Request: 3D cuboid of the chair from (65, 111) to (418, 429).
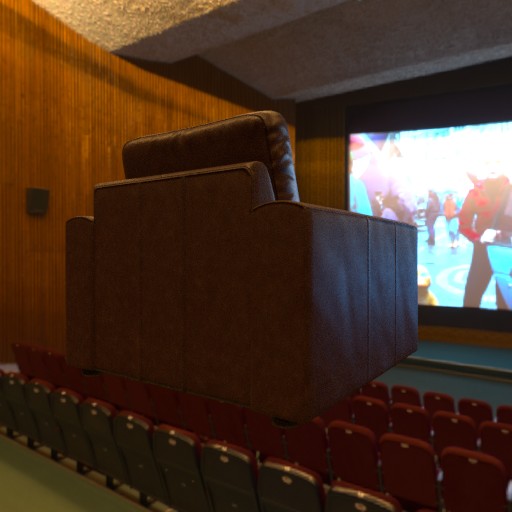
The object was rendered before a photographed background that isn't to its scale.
[{"bbox_3d":[0.000,0.000,1.745,1.005,0.873,1.016,0,1,35],"label":"chair"}]
